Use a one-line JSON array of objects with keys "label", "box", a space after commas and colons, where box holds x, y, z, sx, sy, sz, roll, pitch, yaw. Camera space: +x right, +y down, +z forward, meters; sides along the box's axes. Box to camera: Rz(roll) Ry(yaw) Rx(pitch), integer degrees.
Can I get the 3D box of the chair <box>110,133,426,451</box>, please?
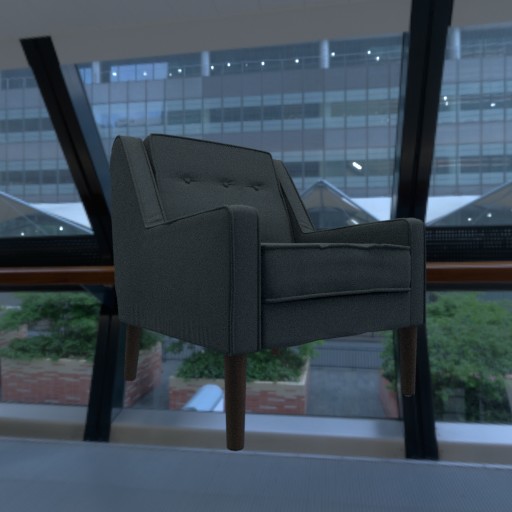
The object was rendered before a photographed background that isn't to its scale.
[{"label": "chair", "box": [0.000, 0.000, 1.322, 0.663, 0.780, 0.733, 0, 1, -36]}]
